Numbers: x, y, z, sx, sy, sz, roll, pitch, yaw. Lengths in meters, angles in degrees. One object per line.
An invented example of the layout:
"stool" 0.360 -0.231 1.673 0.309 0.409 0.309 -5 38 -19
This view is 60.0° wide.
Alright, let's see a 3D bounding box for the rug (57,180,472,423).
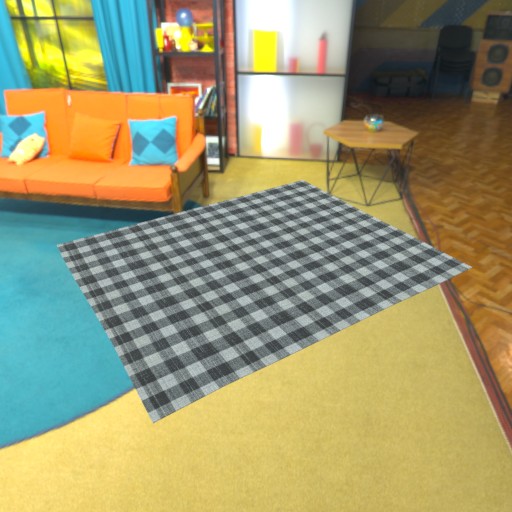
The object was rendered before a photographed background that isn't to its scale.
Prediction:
"rug" 0.000 0.000 4.112 3.021 0.013 2.432 -19 37 -28
